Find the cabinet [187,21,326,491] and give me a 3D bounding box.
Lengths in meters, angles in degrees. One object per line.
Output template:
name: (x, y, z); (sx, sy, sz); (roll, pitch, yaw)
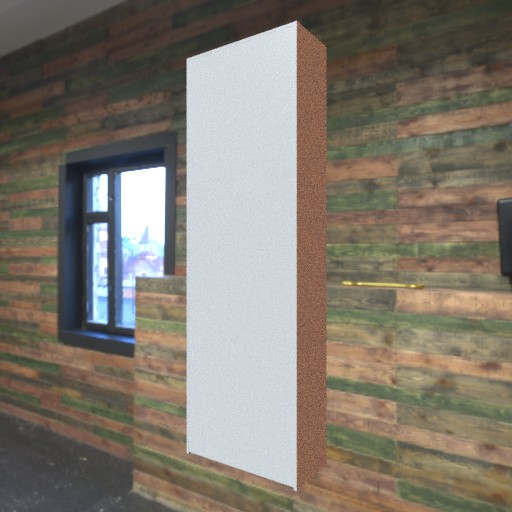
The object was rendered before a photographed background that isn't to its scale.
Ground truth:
cabinet: (0.000, 0.000, 1.788); (0.520, 1.630, 0.255); (0, 0, 35)
